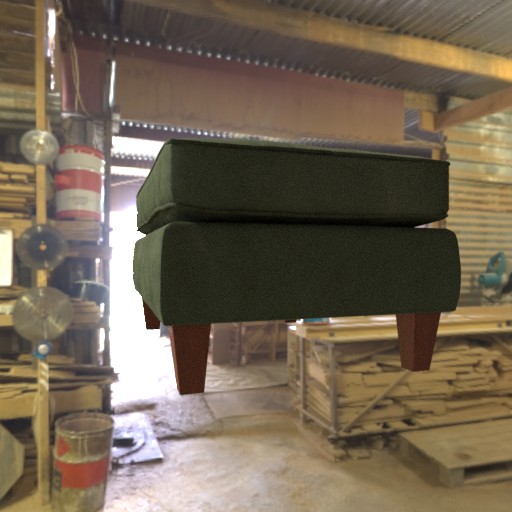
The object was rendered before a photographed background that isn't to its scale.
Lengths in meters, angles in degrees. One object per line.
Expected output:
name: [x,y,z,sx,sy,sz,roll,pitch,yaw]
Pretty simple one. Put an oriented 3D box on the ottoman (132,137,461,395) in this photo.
ottoman: [0.000,0.000,1.230,0.632,0.495,0.864,0,0,-19]
